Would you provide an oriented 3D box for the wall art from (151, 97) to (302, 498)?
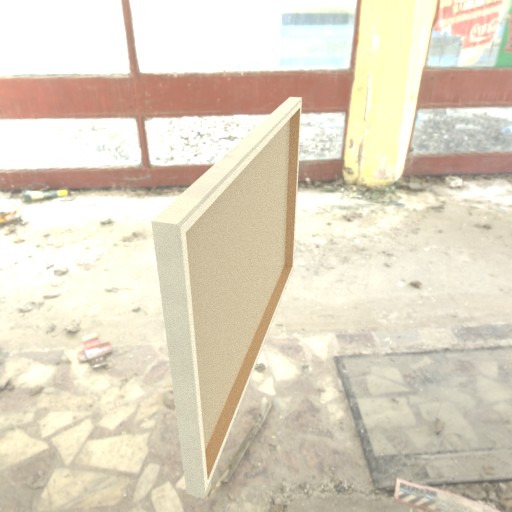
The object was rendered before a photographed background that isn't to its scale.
[{"bbox_3d":[0.000,0.000,1.123,0.038,0.610,0.915,8,31,13],"label":"wall art"}]
